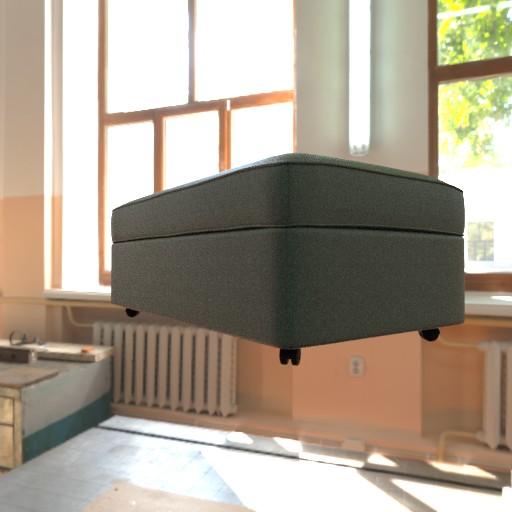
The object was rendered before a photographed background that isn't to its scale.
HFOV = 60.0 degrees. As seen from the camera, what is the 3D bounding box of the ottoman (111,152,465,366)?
[{"bbox_3d":[0.000,0.000,1.550,0.681,0.494,1.173,0,-1,-35],"label":"ottoman"}]
